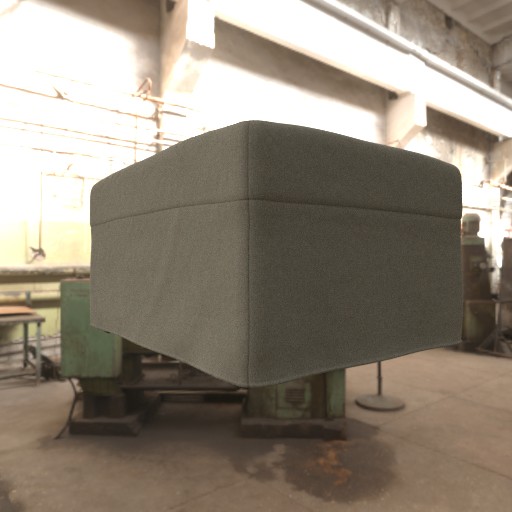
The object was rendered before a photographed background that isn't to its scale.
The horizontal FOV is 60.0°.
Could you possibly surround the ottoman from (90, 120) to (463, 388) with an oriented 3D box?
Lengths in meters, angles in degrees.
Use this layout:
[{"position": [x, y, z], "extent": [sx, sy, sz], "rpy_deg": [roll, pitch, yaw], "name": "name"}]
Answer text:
[{"position": [0.000, 0.000, 1.196], "extent": [0.648, 0.461, 0.833], "rpy_deg": [0, 0, -37], "name": "ottoman"}]
